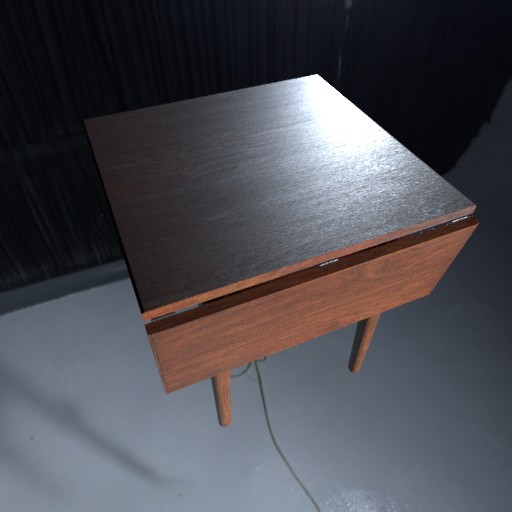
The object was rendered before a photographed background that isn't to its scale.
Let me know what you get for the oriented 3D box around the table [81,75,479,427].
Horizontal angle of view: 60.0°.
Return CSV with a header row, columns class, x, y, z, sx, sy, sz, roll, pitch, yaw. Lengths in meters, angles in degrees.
class,x,y,z,sx,sy,sz,roll,pitch,yaw
table,0.000,0.000,1.472,0.812,0.763,0.843,-17,48,-16
